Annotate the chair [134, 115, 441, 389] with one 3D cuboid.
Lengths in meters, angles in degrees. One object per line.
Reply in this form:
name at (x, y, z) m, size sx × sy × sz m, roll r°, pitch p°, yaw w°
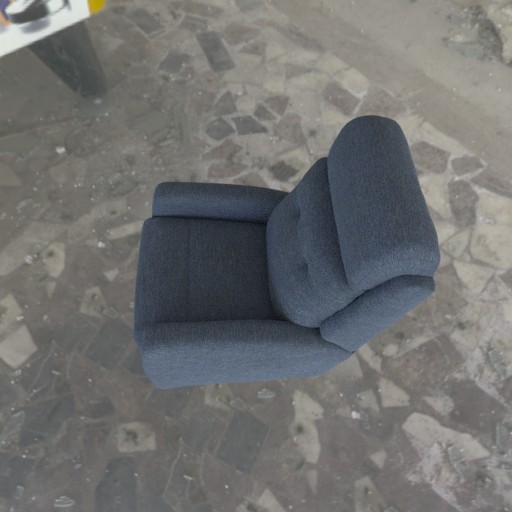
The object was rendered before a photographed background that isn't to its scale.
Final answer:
chair at (0.000, 0.000, 1.756) m, size 1.043 × 1.013 × 0.798 m, roll -3°, pitch 60°, yaw -2°
